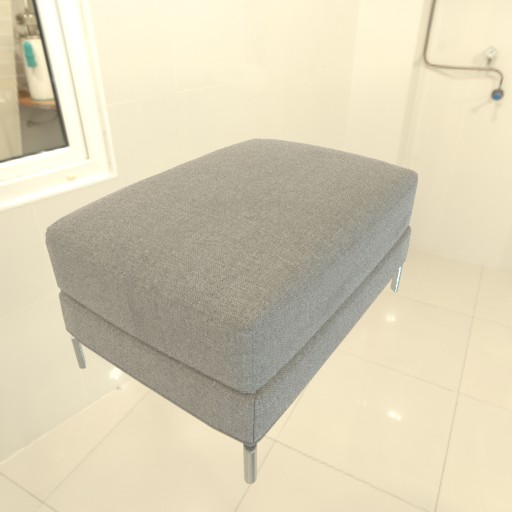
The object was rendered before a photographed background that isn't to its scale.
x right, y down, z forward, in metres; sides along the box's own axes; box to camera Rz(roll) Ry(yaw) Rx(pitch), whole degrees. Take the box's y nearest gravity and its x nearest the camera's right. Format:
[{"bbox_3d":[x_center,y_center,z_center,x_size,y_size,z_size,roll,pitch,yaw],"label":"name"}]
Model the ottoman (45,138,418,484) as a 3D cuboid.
[{"bbox_3d":[0.000,0.000,1.168,0.584,0.457,0.838,20,37,30],"label":"ottoman"}]
